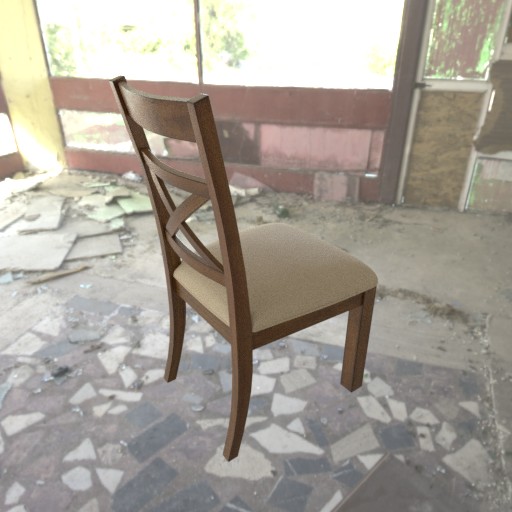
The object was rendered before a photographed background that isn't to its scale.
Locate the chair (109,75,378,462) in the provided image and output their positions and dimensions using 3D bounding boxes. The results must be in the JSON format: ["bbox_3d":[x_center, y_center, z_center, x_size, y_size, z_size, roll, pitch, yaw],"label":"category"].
[{"bbox_3d":[0.000,0.000,1.253,0.581,0.949,0.461,-19,33,-31],"label":"chair"}]
